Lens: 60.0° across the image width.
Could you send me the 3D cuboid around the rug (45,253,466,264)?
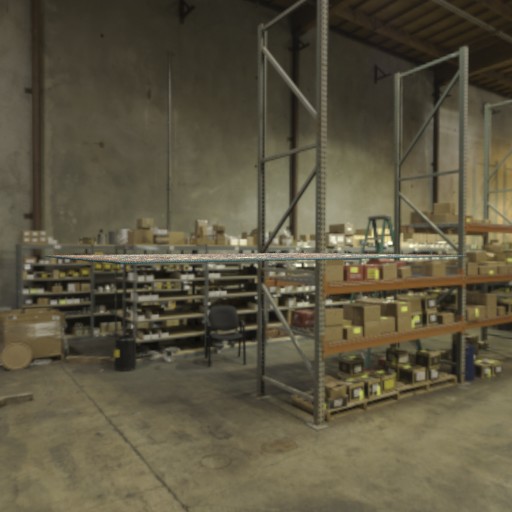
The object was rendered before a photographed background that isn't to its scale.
[{"bbox_3d":[0.000,0.000,2.988,2.373,0.009,1.622,-1,1,-35],"label":"rug"}]
